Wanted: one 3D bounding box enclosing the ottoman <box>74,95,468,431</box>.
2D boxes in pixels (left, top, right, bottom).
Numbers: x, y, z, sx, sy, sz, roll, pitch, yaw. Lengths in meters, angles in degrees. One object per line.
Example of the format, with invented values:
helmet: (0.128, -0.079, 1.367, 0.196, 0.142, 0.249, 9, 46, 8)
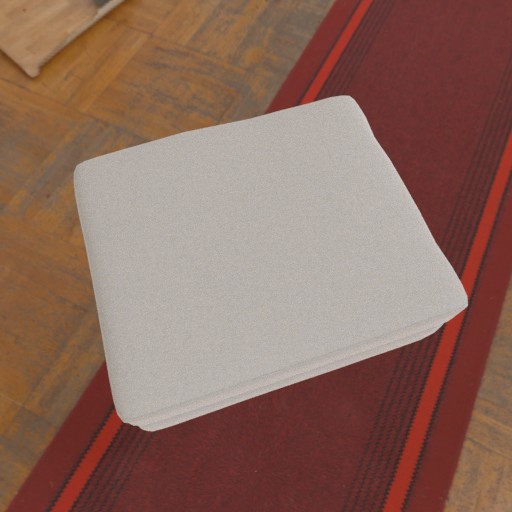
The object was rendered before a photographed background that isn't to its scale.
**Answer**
ottoman: (0.000, 0.000, 1.466, 0.976, 0.492, 0.836, -17, 65, -8)
